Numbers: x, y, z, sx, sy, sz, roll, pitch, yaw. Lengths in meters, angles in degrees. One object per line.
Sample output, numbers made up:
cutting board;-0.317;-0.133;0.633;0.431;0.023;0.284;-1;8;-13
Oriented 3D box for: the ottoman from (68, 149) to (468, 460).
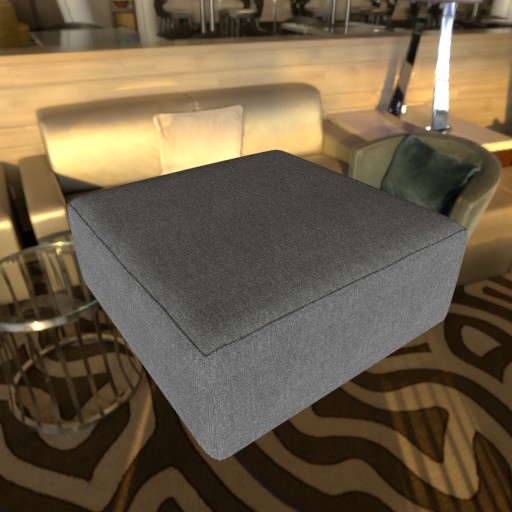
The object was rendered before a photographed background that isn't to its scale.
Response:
ottoman;0.000;0.000;1.574;1.000;0.439;1.000;-21;37;-30
